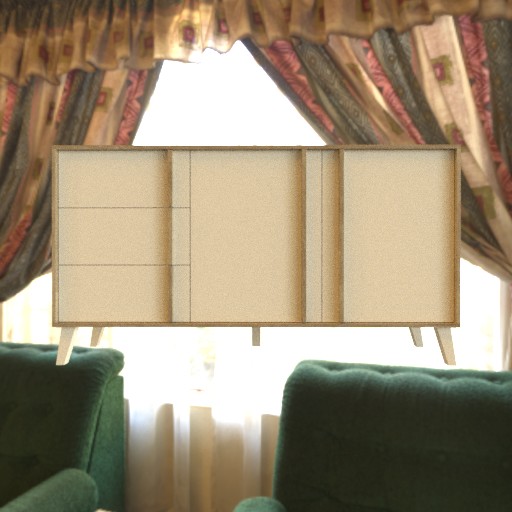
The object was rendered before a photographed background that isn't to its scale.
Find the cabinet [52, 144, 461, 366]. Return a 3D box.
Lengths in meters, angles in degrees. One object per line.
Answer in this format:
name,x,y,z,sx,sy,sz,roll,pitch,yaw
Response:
cabinet,0.000,0.000,1.959,1.600,0.870,0.450,0,0,0
